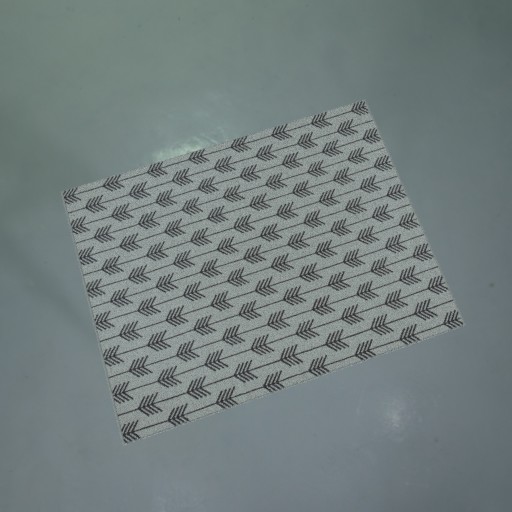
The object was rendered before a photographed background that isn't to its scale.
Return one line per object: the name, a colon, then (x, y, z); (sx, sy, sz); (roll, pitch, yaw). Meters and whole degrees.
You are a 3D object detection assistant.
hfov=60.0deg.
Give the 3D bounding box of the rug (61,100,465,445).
rug: (0.000, 0.000, 3.990); (3.061, 0.010, 2.330); (-18, 77, -4)
